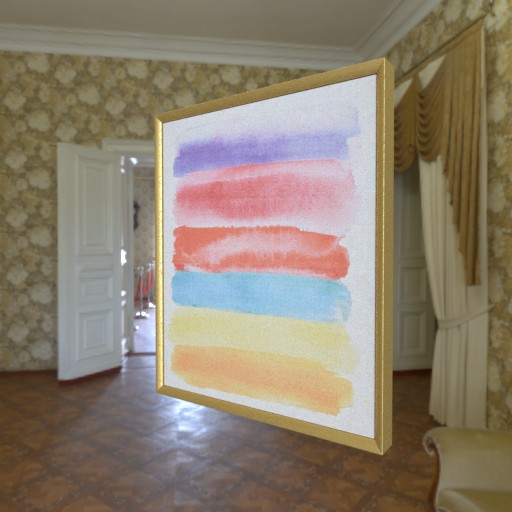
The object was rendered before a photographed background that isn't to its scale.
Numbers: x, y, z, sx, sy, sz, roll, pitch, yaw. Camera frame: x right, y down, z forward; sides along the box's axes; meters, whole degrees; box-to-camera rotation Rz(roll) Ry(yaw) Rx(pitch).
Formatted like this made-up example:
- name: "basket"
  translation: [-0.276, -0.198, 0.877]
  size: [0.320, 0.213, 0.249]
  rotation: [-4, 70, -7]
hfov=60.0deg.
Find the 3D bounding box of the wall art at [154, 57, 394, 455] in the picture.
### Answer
- name: "wall art"
  translation: [0.000, 0.000, 0.888]
  size: [0.537, 0.642, 0.048]
  rotation: [1, 1, 35]
